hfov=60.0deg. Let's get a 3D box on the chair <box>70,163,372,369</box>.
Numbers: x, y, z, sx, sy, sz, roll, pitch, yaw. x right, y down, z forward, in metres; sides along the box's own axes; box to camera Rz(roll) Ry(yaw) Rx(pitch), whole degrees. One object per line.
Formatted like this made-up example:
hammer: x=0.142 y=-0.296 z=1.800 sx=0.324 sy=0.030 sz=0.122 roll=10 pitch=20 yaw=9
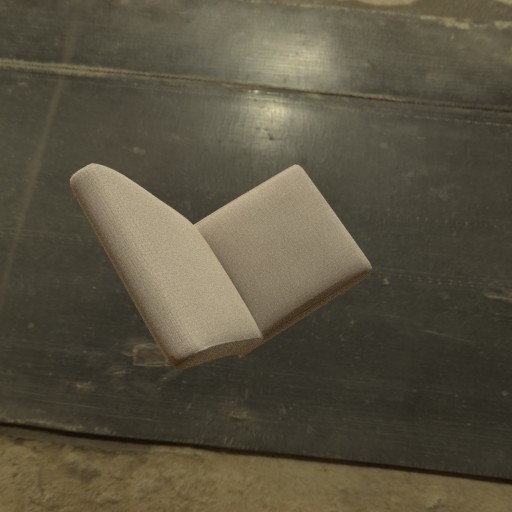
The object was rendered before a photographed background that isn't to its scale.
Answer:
chair: x=0.000 y=0.000 z=1.338 sx=0.611 sy=1.033 sz=0.450 roll=-31 pitch=77 yaw=-8
